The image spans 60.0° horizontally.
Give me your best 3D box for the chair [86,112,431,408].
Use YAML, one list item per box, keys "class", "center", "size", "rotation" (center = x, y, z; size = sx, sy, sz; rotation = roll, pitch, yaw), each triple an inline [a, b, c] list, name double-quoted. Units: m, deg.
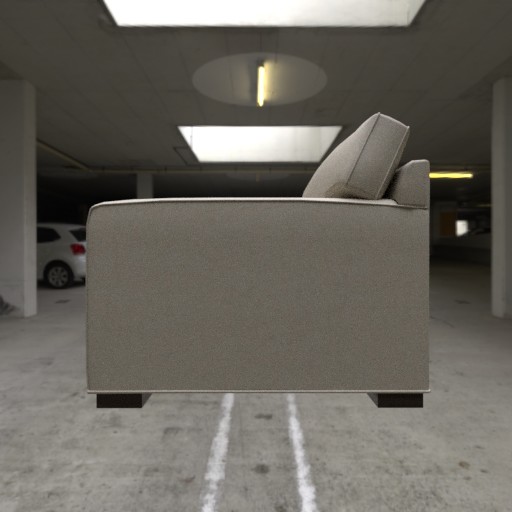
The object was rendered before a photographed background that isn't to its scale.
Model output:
- class: "chair"
  center: [0.000, 0.000, 1.810]
  size: [1.043, 0.913, 0.998]
  rotation: [0, 0, 0]
